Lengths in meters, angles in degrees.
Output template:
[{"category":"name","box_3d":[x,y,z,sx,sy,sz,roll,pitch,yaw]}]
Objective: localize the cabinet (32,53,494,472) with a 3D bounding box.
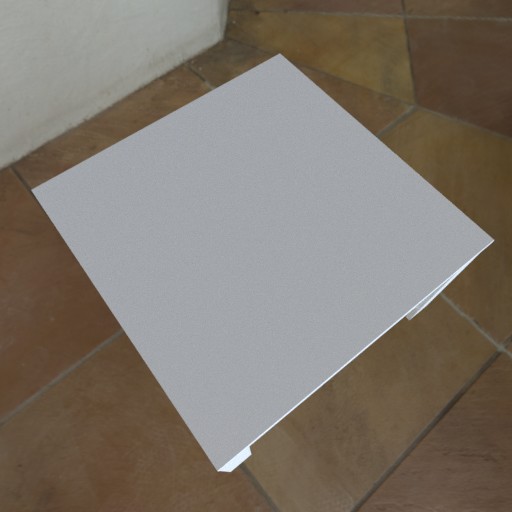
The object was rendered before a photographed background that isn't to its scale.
[{"category":"cabinet","box_3d":[0.000,0.000,1.280,0.800,0.460,0.800,-35,69,-16]}]
